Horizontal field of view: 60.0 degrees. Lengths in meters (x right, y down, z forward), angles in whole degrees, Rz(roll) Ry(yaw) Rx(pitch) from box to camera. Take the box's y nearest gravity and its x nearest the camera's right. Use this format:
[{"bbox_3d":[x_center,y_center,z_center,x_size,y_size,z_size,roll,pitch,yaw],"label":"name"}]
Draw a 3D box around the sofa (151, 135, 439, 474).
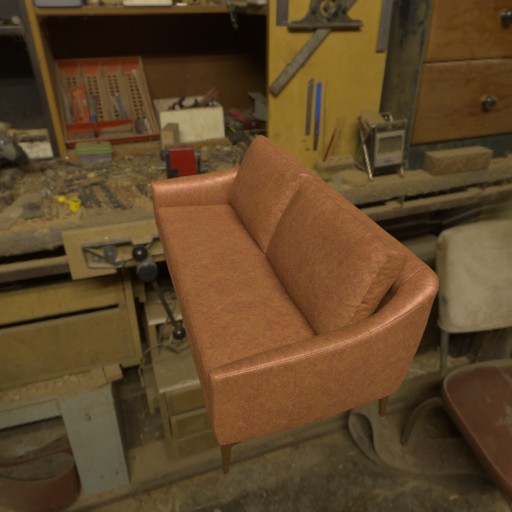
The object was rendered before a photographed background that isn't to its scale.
[{"bbox_3d":[0.000,0.000,2.590,0.981,0.945,2.036,-9,32,-15],"label":"sofa"}]
